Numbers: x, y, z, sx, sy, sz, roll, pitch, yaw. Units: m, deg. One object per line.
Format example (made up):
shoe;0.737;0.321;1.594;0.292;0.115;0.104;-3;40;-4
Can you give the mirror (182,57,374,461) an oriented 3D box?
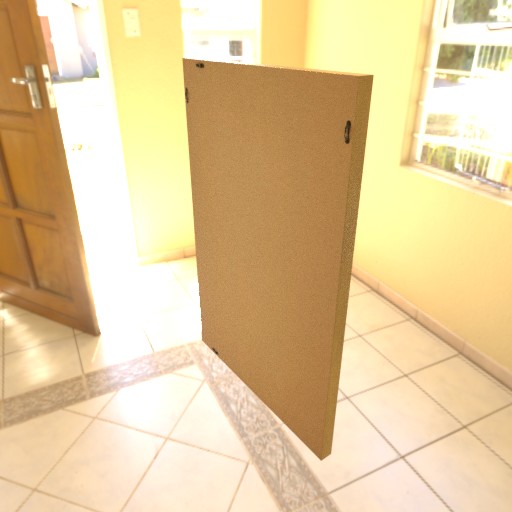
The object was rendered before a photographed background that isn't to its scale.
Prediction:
mirror;0.000;0.000;1.151;0.040;0.915;0.609;-18;32;-32
